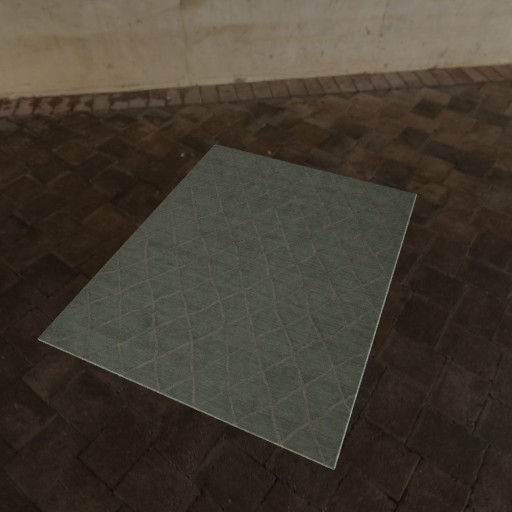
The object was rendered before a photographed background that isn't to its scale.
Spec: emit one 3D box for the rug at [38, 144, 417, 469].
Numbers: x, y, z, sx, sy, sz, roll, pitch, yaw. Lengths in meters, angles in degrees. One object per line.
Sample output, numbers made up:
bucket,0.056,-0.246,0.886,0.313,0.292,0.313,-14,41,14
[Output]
rug,0.000,0.000,4.112,2.420,0.019,3.039,18,49,16
